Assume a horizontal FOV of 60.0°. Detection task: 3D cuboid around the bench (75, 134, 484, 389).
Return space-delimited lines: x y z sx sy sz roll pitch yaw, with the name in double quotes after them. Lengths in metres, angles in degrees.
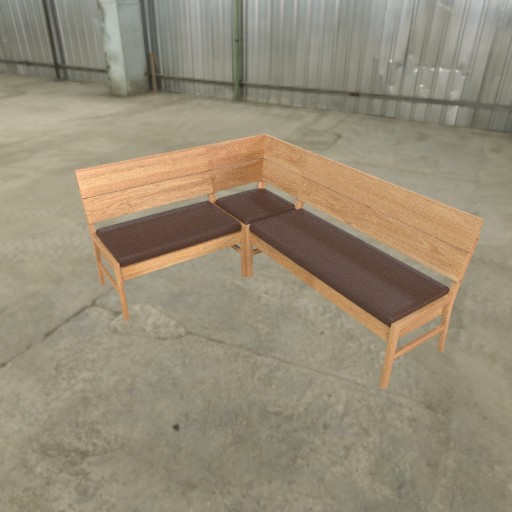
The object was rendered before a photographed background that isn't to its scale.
0.000 0.000 2.833 1.549 0.890 1.975 -20 36 -30 "bench"
